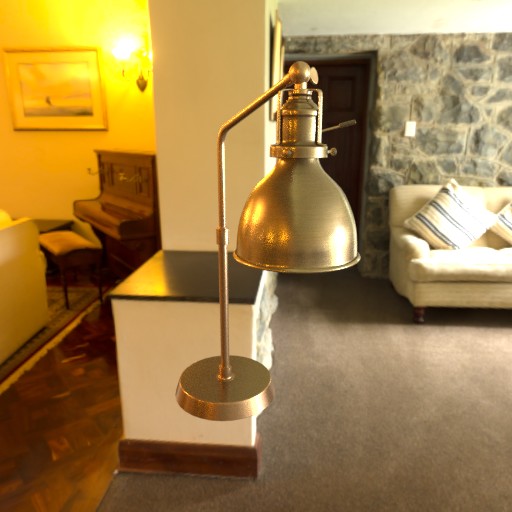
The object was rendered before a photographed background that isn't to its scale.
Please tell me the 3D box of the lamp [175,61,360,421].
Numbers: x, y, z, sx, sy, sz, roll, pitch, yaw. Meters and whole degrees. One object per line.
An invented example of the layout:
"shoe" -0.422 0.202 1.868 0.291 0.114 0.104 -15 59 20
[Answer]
"lamp" 0.000 0.000 0.579 0.153 0.456 0.286 -14 21 -43
